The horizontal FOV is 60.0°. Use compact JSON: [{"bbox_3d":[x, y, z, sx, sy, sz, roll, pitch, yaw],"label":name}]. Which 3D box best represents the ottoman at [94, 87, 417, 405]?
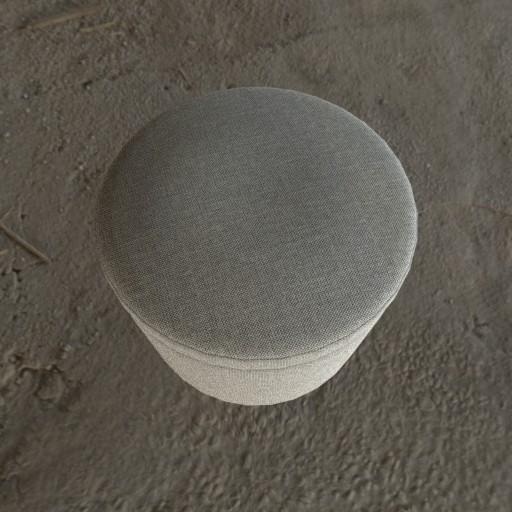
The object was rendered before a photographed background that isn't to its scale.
[{"bbox_3d":[0.000,0.000,0.853,0.500,0.419,0.500,0,63,0],"label":"ottoman"}]
